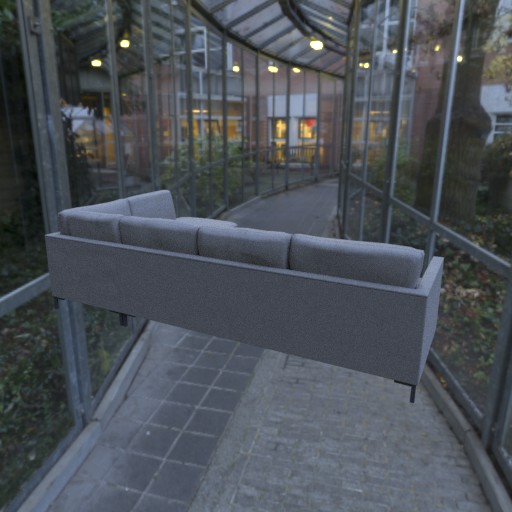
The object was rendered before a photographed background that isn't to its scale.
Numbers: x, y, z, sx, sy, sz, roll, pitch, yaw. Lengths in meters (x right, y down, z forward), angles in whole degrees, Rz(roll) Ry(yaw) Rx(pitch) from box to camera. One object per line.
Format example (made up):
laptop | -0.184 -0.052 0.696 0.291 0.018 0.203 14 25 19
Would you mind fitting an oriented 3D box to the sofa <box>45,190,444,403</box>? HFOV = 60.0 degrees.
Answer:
sofa | 0.000 0.000 4.246 3.331 0.964 2.077 8 18 27
